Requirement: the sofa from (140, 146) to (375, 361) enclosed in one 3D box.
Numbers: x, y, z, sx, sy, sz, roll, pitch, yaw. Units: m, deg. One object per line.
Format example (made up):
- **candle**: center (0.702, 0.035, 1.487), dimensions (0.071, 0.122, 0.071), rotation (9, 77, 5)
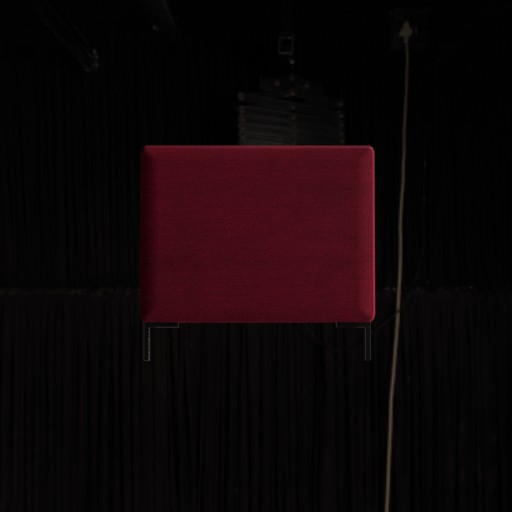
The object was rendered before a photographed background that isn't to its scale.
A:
- **sofa**: center (0.000, 0.000, 2.260), dimensions (0.686, 0.635, 1.981), rotation (0, -1, 0)
